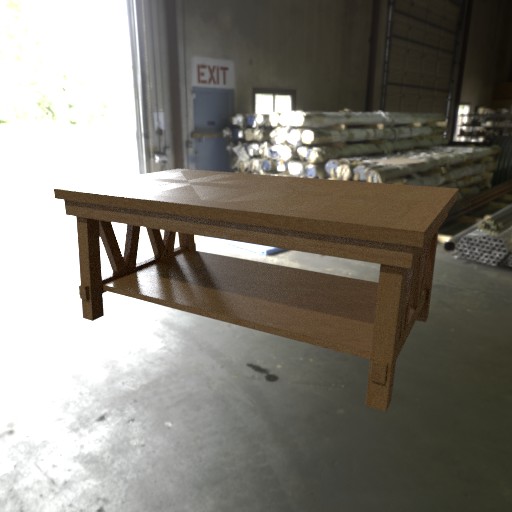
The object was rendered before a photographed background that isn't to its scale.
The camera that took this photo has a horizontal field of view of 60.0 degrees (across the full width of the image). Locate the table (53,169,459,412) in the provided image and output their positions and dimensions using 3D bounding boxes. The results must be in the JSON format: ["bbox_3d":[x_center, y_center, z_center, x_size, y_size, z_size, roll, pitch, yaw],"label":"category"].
[{"bbox_3d":[0.000,0.000,1.666,1.270,0.507,0.711,10,20,28],"label":"table"}]
